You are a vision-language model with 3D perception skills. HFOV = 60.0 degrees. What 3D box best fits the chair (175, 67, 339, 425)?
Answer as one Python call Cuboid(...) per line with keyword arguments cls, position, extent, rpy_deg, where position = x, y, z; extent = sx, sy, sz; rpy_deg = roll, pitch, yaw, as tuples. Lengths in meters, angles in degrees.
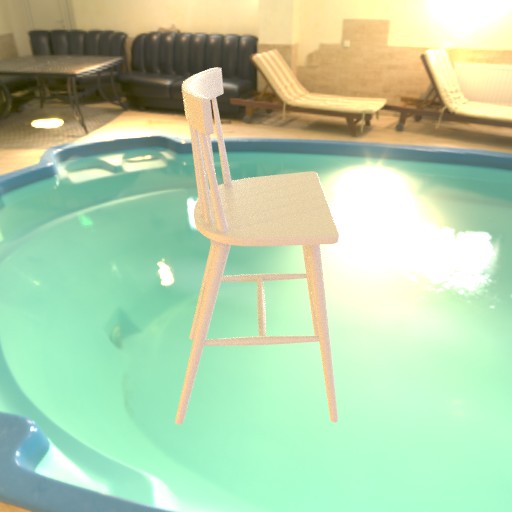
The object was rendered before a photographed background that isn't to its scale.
Cuboid(cls="chair", position=(0.000, 0.000, 1.463), extent=(0.572, 1.092, 0.483), rpy_deg=(0, 31, -1))
